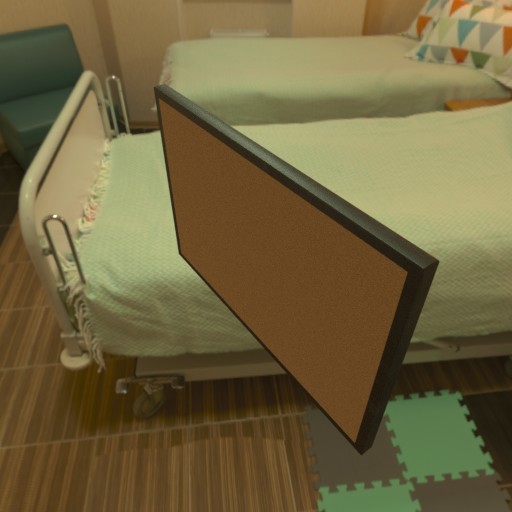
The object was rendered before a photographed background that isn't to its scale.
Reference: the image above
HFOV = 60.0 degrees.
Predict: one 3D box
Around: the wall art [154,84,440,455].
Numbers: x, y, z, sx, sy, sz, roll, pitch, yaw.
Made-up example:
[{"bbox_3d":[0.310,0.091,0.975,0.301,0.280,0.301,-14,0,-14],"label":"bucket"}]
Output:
[{"bbox_3d":[0.000,0.000,1.148,0.038,0.612,0.912,-25,47,-26],"label":"wall art"}]
